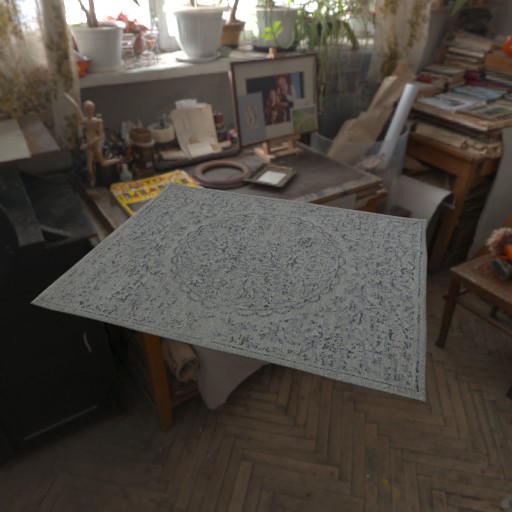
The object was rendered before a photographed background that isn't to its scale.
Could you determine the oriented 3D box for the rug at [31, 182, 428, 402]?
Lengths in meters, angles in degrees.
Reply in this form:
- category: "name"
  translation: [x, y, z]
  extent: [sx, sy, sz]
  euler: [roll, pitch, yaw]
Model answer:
- category: "rug"
  translation: [0.000, 0.000, 3.965]
  extent: [2.925, 0.026, 2.343]
  euler: [10, 35, 15]
